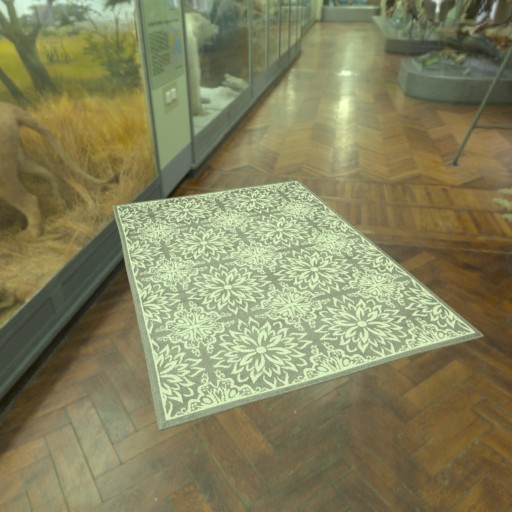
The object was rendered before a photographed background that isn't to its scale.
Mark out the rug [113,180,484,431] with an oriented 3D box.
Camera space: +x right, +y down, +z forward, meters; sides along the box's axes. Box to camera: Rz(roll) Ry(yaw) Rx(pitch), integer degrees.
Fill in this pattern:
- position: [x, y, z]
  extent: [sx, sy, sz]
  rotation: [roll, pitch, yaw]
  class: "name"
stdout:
- position: [0.000, 0.000, 2.850]
  extent: [1.608, 0.014, 2.213]
  rotation: [-11, 33, -17]
  class: "rug"
